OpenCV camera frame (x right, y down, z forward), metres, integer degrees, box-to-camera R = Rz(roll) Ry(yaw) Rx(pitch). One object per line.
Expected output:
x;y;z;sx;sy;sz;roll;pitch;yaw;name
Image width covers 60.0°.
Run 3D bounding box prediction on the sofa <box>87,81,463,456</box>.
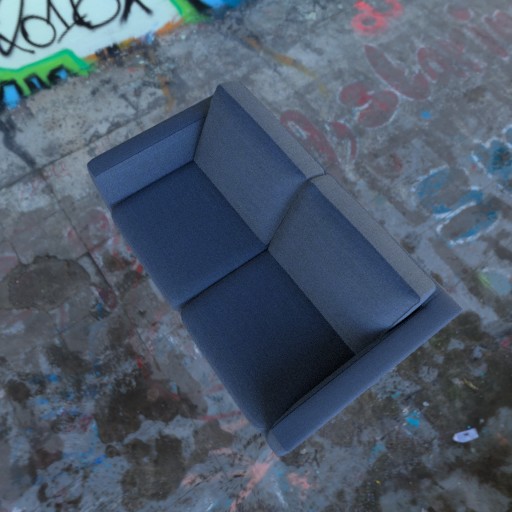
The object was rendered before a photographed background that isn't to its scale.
0.000;0.000;2.282;0.999;0.907;1.659;-33;69;-15;sofa
